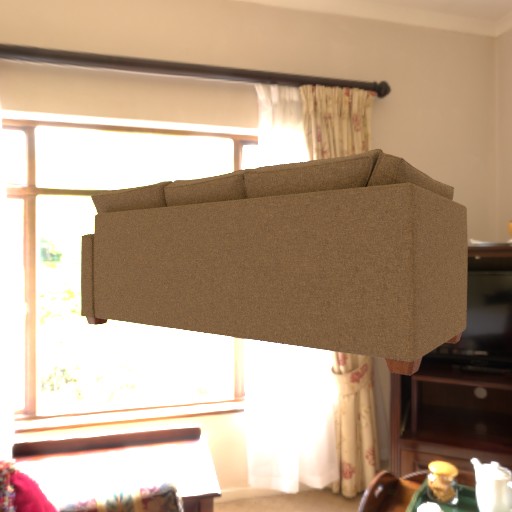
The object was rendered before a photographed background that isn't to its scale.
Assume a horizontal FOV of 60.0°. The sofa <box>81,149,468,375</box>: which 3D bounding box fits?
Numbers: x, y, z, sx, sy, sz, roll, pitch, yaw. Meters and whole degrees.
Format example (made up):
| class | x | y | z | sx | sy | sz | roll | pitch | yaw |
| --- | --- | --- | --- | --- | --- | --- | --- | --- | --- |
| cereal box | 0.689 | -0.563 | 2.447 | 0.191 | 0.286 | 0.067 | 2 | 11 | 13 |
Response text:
| class | x | y | z | sx | sy | sz | roll | pitch | yaw |
| --- | --- | --- | --- | --- | --- | --- | --- | --- | --- |
| sofa | 0.000 | 0.000 | 2.835 | 2.317 | 0.962 | 1.061 | 0 | 0 | 37 |
